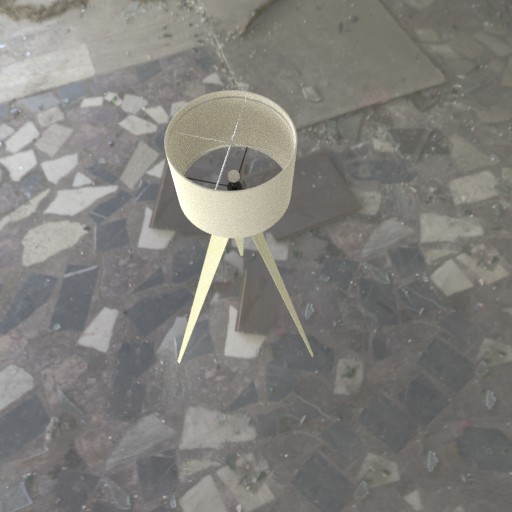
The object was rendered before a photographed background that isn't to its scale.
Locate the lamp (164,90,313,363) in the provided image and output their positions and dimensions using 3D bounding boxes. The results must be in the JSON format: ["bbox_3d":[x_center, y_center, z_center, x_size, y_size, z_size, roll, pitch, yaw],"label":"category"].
[{"bbox_3d":[0.000,0.000,1.860,0.716,1.524,0.724,12,64,6],"label":"lamp"}]
